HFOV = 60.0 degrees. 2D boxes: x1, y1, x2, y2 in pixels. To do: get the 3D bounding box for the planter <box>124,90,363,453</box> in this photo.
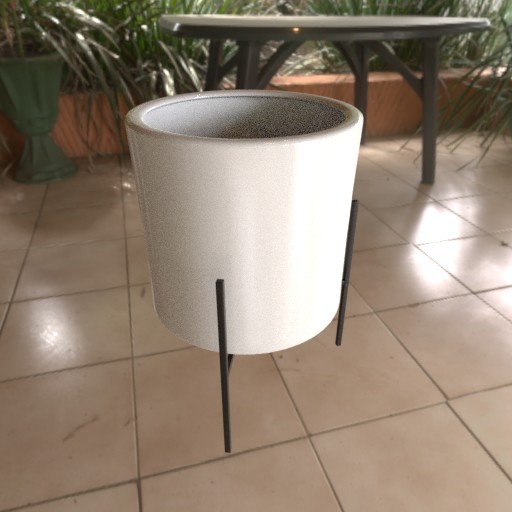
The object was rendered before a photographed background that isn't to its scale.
[{"bbox_3d":[0.000,0.000,0.746,0.361,0.480,0.360,-9,31,-15],"label":"planter"}]
